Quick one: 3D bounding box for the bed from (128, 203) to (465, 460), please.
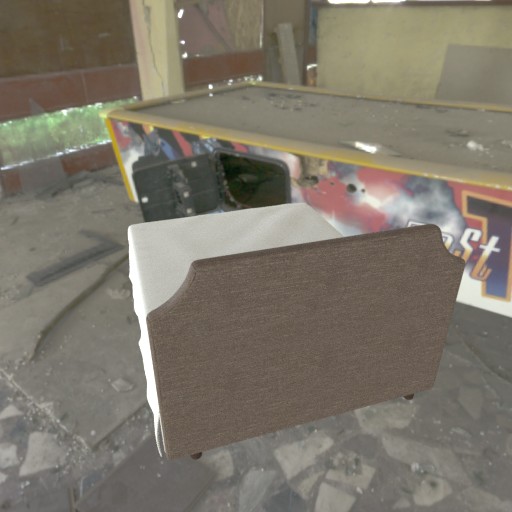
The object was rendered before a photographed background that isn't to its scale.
[{"bbox_3d":[0.000,0.000,4.177,2.350,1.590,2.773,-9,30,-16],"label":"bed"}]
